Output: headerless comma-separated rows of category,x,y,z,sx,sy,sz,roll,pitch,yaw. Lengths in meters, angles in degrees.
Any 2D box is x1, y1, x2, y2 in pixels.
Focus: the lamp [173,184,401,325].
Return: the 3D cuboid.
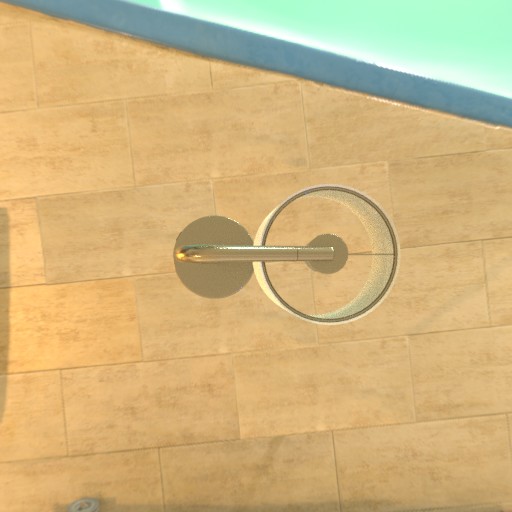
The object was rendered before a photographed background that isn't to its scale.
lamp,0.000,0.000,0.653,0.333,0.489,0.171,0,89,0
